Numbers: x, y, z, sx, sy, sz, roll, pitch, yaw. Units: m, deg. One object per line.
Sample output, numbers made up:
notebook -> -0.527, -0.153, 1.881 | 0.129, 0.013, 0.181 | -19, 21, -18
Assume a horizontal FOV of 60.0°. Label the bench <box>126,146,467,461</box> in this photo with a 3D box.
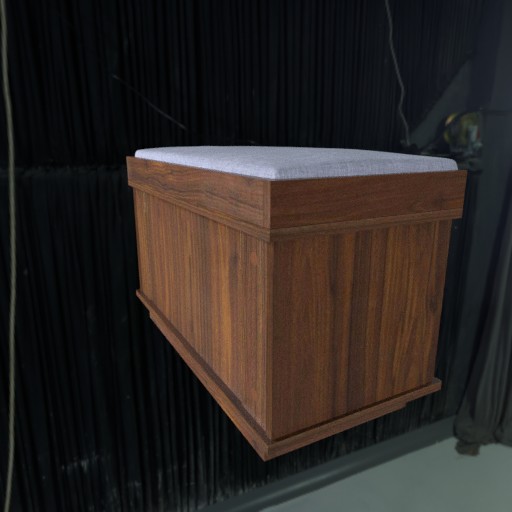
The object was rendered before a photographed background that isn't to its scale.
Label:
bench -> 0.000, 0.000, 0.966 | 0.362, 0.461, 0.734 | -8, 17, -27
